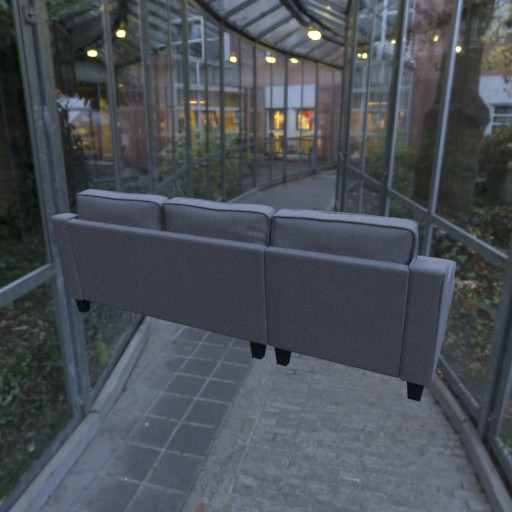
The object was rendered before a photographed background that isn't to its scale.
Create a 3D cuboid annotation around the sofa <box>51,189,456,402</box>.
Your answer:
[{"bbox_3d":[0.000,0.000,3.143,2.561,0.928,1.294,9,19,26],"label":"sofa"}]
